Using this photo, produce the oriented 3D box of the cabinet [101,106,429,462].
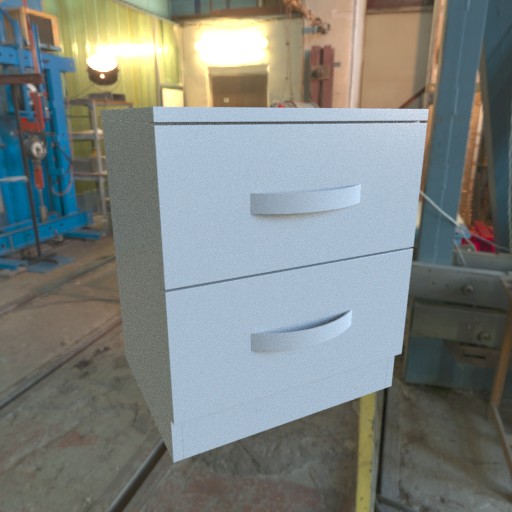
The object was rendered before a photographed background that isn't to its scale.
[{"bbox_3d":[0.000,0.000,0.749,0.400,0.470,0.360,-9,20,-26],"label":"cabinet"}]
